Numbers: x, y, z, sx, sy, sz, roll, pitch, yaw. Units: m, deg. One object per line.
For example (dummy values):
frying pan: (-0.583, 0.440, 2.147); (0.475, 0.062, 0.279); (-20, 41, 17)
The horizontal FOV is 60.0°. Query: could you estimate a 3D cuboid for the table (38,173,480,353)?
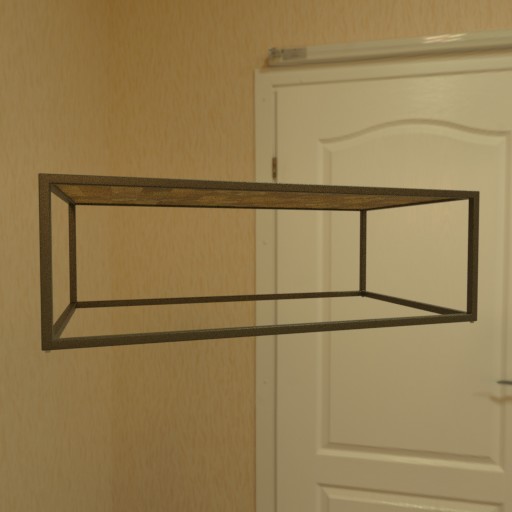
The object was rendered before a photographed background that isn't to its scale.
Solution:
table: (0.000, 0.000, 1.462); (1.199, 0.398, 0.649); (-1, 2, -17)
